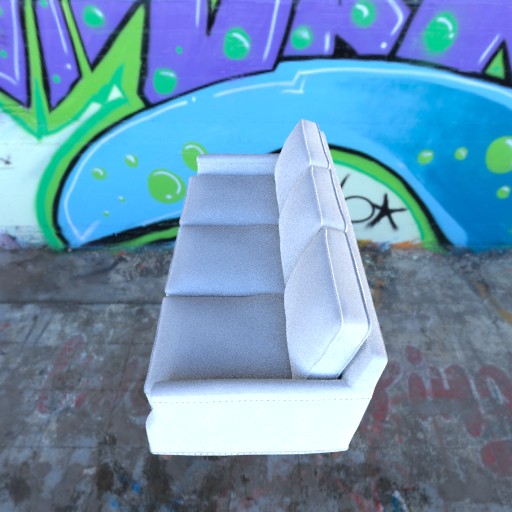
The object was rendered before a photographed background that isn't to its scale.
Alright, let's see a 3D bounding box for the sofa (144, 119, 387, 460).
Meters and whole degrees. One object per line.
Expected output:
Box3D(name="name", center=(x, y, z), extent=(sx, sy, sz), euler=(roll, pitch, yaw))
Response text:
Box3D(name="sofa", center=(0.000, 0.000, 2.838), extent=(1.084, 1.003, 2.246), euler=(0, 40, 0))
